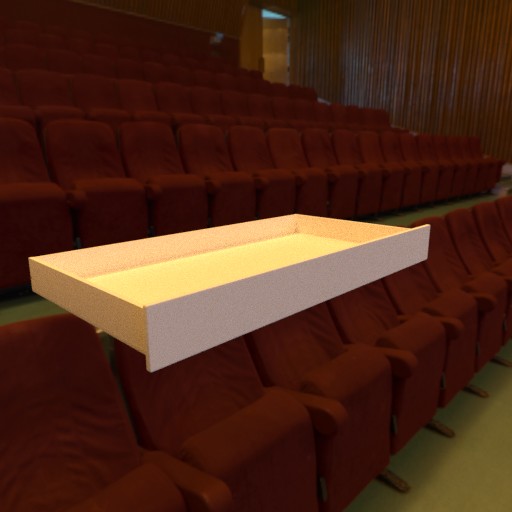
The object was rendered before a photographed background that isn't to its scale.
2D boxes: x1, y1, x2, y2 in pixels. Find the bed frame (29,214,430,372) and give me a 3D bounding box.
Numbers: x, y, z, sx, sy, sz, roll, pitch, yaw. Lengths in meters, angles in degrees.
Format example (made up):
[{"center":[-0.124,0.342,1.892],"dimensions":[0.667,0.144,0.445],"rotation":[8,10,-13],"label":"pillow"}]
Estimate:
[{"center":[0.000,0.000,1.544],"dimensions":[0.670,0.141,1.300],"rotation":[13,19,42],"label":"bed frame"}]
